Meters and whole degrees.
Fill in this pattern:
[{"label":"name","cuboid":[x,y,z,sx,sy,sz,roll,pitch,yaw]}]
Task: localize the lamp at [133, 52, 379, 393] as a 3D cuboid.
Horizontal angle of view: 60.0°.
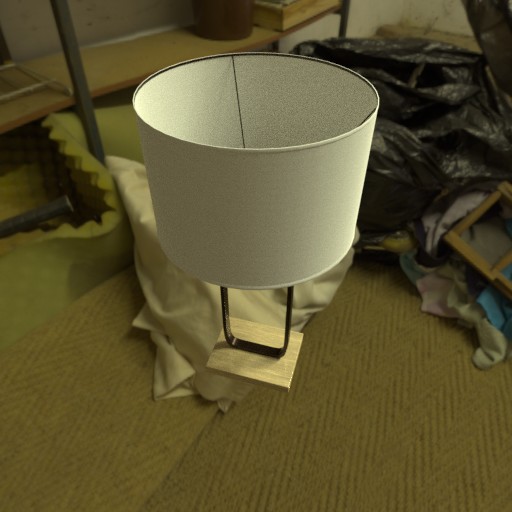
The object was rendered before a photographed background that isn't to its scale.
[{"label":"lamp","cuboid":[0.000,0.000,0.679,0.279,0.508,0.279,11,43,12]}]
